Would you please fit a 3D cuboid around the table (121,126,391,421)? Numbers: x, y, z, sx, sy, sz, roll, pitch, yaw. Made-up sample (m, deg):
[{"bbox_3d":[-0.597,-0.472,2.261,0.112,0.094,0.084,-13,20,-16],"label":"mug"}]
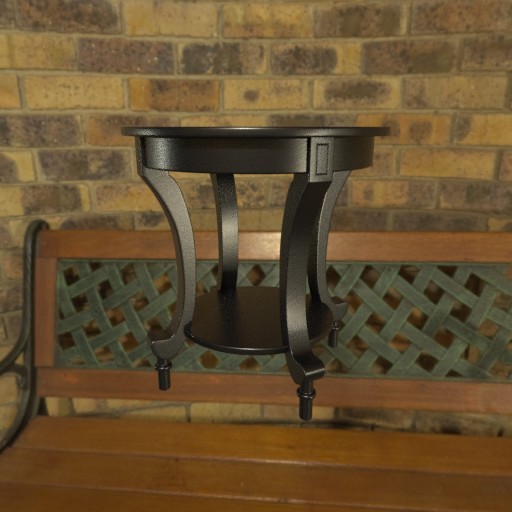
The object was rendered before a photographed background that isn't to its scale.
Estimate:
[{"bbox_3d":[0.000,0.000,1.104,0.597,0.618,0.597,0,16,0],"label":"table"}]
